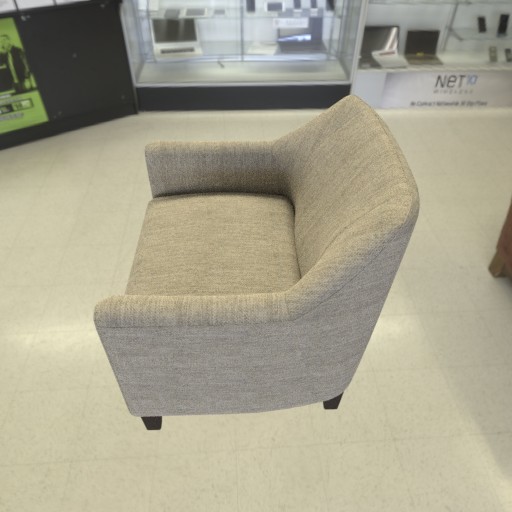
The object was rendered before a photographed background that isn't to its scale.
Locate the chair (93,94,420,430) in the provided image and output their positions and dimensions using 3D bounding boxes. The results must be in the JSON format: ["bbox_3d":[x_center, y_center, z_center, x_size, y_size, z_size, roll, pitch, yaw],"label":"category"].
[{"bbox_3d":[0.000,0.000,1.374,0.758,0.761,0.796,-1,43,-1],"label":"chair"}]
